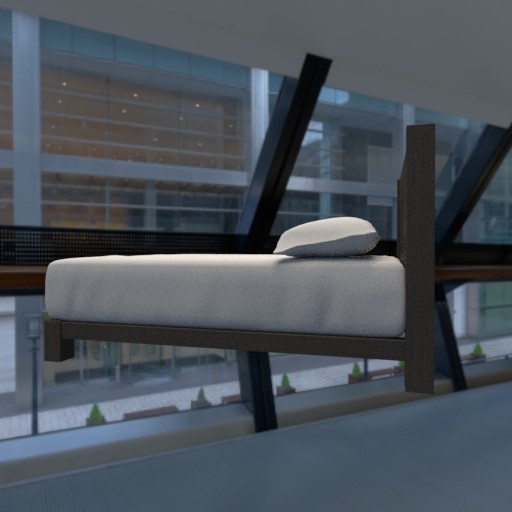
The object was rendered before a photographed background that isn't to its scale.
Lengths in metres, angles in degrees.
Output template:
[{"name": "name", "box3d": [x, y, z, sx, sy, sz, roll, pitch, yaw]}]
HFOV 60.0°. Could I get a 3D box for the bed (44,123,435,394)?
[{"name": "bed", "box3d": [0.000, 0.000, 3.215, 2.242, 1.270, 1.727, 0, 1, 16]}]
